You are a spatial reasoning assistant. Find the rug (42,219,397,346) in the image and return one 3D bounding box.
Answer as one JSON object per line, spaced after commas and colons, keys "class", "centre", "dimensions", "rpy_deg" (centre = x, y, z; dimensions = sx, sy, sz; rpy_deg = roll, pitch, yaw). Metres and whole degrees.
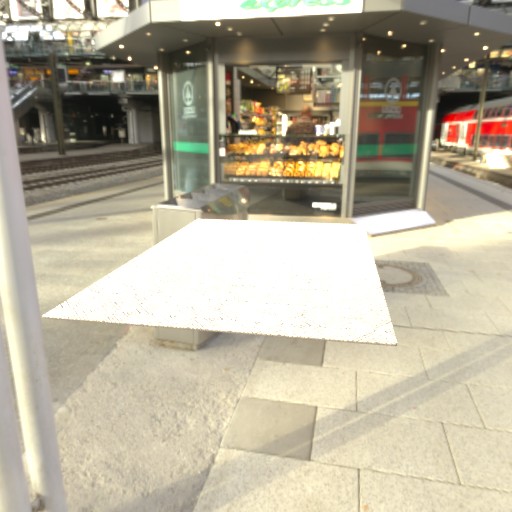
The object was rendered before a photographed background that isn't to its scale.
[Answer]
{"class": "rug", "centre": [0.000, 0.000, 2.264], "dimensions": [1.175, 0.008, 1.783], "rpy_deg": [3, 16, 10]}
